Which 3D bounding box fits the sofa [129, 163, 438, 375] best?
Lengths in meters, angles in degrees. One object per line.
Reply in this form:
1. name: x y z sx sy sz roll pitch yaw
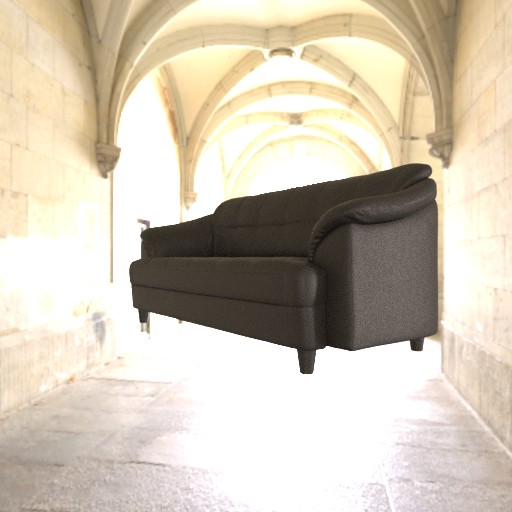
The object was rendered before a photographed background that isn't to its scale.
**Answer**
1. sofa: 0.000 0.000 2.300 0.800 0.811 1.829 0 0 -36
